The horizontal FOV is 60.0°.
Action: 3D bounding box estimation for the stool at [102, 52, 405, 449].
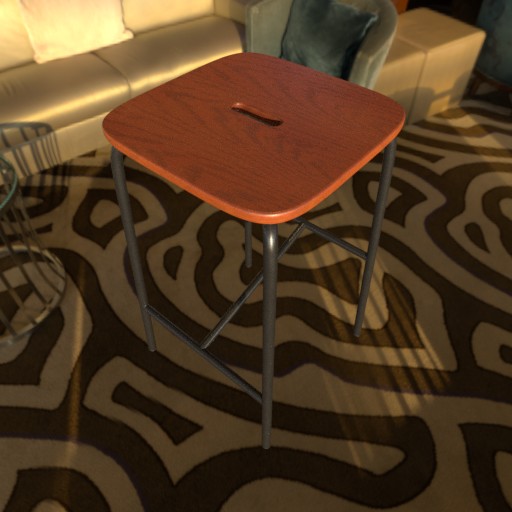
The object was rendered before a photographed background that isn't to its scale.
[{"bbox_3d":[0.000,0.000,0.874,0.376,0.610,0.376,32,54,26],"label":"stool"}]
